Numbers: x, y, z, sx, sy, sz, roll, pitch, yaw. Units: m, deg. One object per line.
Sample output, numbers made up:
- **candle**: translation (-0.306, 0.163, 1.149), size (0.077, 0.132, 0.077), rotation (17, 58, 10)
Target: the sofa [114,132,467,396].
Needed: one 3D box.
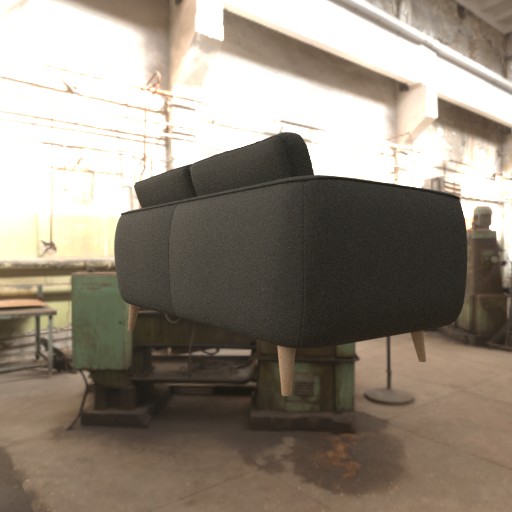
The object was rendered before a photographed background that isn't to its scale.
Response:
- **sofa**: translation (0.000, 0.000, 2.163), size (0.920, 0.850, 1.700), rotation (-1, 1, -36)
